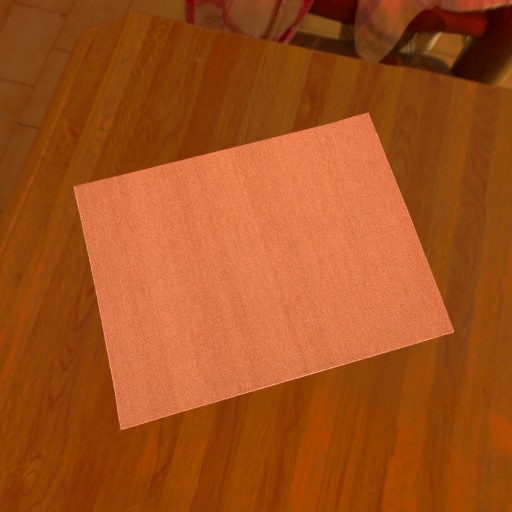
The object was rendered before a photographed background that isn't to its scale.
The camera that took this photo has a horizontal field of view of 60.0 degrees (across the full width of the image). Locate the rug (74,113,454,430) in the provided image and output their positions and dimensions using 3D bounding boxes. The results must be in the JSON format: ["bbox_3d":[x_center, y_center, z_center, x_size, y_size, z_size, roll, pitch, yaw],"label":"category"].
[{"bbox_3d":[0.000,0.000,4.343,3.202,0.045,2.434,-15,75,-4],"label":"rug"}]
